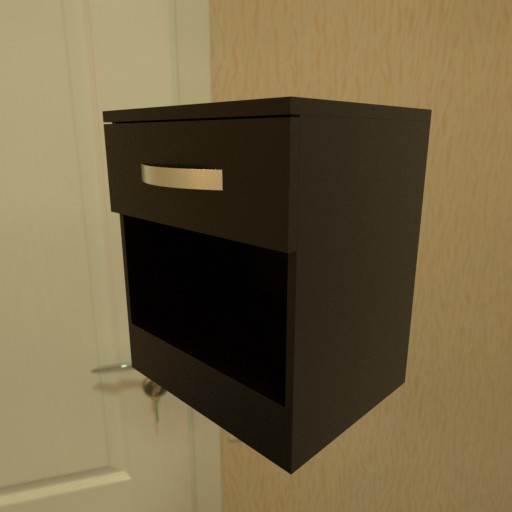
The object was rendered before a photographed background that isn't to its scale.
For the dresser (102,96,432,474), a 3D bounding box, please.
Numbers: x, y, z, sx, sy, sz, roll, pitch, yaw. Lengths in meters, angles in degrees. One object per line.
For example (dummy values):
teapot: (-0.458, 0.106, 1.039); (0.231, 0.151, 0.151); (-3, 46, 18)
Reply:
dresser: (0.000, 0.000, 0.751); (0.400, 0.470, 0.360); (14, 21, 43)
